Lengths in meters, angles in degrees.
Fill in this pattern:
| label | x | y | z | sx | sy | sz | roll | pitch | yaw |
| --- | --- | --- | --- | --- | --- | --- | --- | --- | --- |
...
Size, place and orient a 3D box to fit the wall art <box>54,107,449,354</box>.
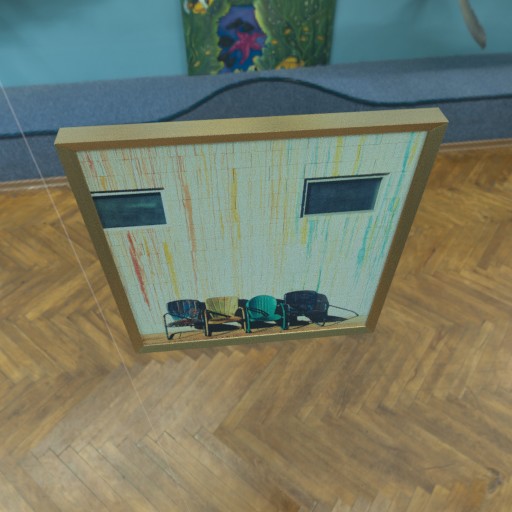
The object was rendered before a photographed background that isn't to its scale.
| label | x | y | z | sx | sy | sz | roll | pitch | yaw |
| --- | --- | --- | --- | --- | --- | --- | --- | --- | --- |
| wall art | 0.000 | 0.000 | 0.762 | 0.505 | 0.505 | 0.037 | -4 | 48 | -4 |
